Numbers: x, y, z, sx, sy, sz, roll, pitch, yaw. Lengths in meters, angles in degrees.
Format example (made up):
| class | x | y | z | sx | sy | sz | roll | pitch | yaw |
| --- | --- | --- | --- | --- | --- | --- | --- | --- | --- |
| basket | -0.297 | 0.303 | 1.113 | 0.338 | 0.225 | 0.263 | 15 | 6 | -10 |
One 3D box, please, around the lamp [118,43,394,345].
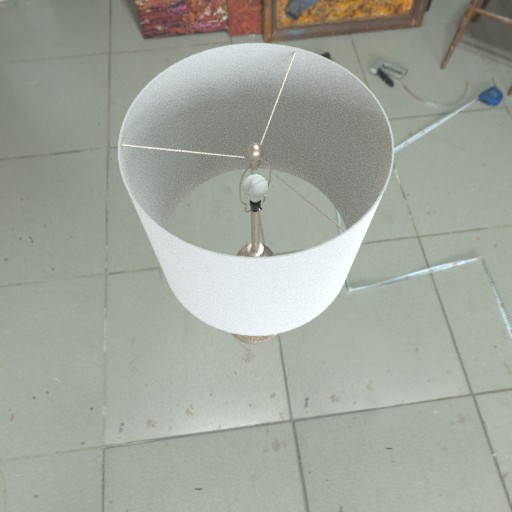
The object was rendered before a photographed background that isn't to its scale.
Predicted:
| class | x | y | z | sx | sy | sz | roll | pitch | yaw |
| --- | --- | --- | --- | --- | --- | --- | --- | --- | --- |
| lamp | 0.000 | 0.000 | 0.684 | 0.277 | 0.538 | 0.277 | -34 | 68 | -16 |
